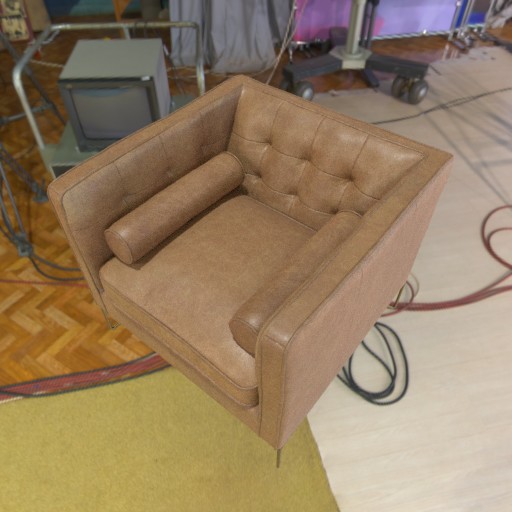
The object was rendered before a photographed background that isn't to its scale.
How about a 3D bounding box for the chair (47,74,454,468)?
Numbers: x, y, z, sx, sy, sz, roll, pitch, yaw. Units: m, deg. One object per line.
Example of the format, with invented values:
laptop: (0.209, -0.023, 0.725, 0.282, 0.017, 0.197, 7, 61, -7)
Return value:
chair: (0.000, 0.000, 1.625, 0.920, 0.797, 0.912, 31, 54, 25)
